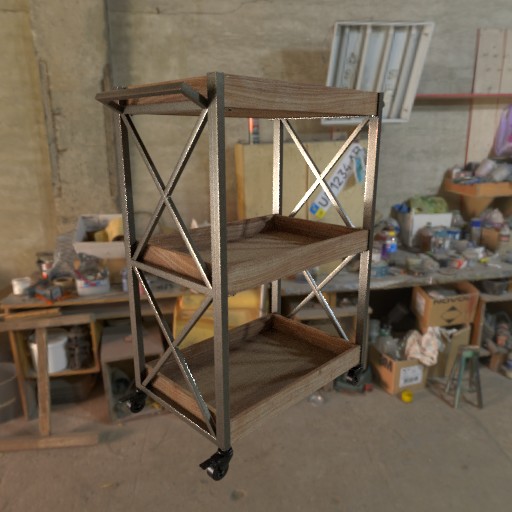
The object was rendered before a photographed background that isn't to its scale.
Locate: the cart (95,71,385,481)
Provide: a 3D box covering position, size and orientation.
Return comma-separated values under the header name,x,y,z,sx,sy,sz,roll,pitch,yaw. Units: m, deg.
name,x,y,z,sx,sy,sz,roll,pitch,yaw
cart,0.000,0.000,1.185,0.377,0.835,0.673,15,21,43
